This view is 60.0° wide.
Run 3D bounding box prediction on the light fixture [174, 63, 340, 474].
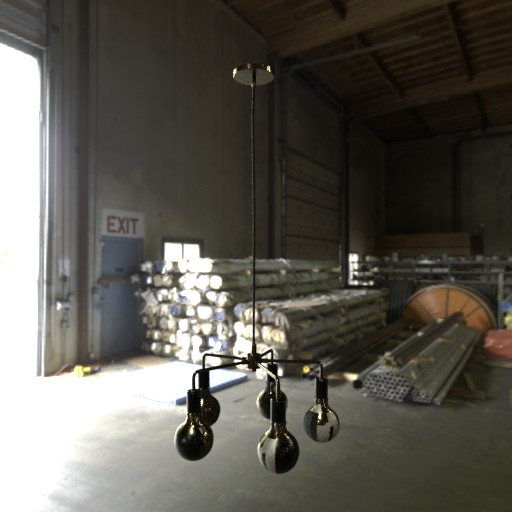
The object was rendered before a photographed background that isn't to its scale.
[{"bbox_3d":[0.000,0.000,1.203,0.438,0.988,0.421,0,-1,18],"label":"light fixture"}]
